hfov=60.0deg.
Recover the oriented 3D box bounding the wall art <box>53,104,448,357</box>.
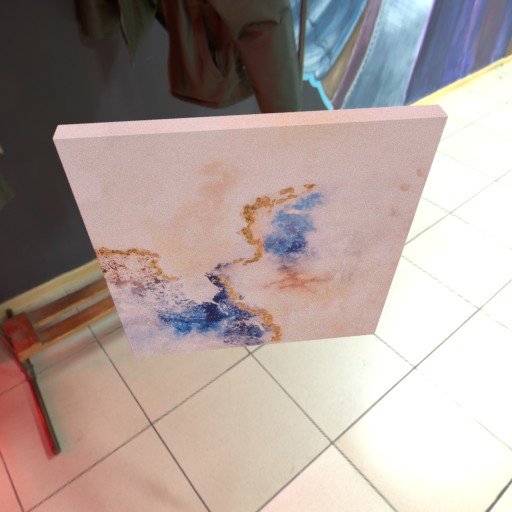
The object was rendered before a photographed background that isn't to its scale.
[{"bbox_3d":[0.000,0.000,1.584,1.061,1.061,0.071,-5,46,-4],"label":"wall art"}]
